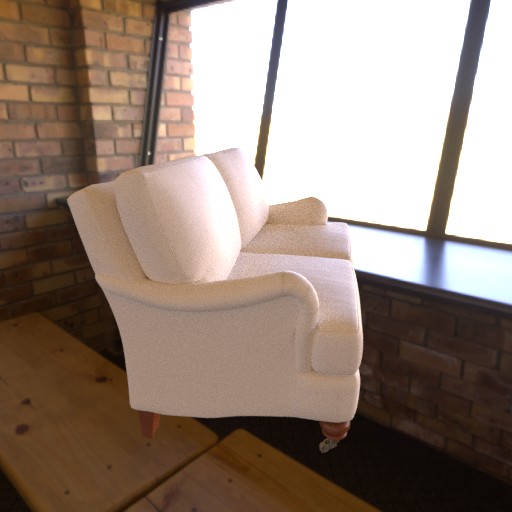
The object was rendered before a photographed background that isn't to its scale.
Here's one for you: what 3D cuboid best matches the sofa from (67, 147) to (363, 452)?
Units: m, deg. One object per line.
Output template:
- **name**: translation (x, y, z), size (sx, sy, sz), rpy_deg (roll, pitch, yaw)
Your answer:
- **sofa**: translation (0.000, 0.000, 2.451), size (1.084, 1.101, 1.853), rpy_deg (3, 17, 9)
